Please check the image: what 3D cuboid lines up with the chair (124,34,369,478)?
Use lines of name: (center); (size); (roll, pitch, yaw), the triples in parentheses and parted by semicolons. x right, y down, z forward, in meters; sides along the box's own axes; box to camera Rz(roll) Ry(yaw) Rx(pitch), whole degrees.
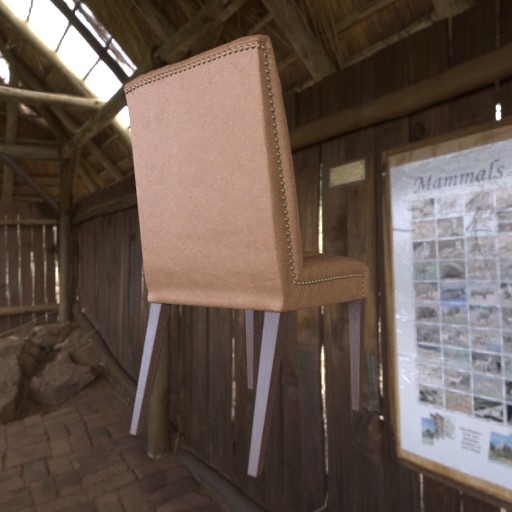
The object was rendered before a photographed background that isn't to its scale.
chair: (0.000, 0.000, 1.378); (0.511, 1.016, 0.647); (-1, -1, 36)
